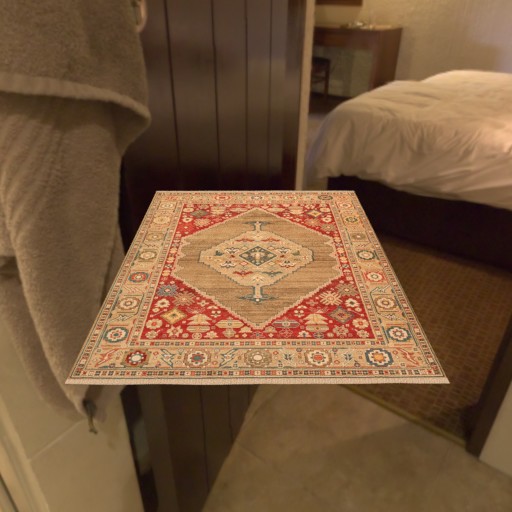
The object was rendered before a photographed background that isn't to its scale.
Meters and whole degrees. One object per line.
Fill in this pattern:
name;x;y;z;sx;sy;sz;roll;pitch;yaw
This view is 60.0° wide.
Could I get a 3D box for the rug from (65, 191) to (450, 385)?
rug;0.000;0.000;4.156;2.451;0.008;3.143;0;31;0
